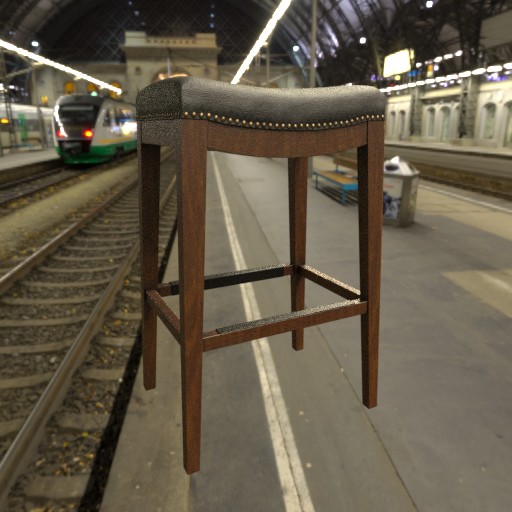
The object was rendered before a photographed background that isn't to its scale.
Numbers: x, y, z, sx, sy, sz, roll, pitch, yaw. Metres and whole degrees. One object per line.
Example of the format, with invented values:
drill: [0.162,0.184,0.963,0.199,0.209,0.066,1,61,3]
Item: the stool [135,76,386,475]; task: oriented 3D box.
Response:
stool: [0.000,0.000,1.052,0.500,0.765,0.361,-8,18,-26]
